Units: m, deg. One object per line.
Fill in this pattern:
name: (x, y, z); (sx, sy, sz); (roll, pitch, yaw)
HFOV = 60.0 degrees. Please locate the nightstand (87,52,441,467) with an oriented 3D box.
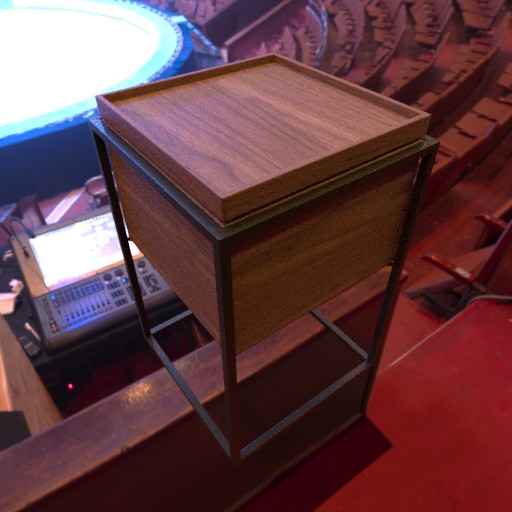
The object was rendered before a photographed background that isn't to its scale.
nightstand: (0.000, 0.000, 0.869); (0.397, 0.607, 0.397); (-26, 47, -27)
